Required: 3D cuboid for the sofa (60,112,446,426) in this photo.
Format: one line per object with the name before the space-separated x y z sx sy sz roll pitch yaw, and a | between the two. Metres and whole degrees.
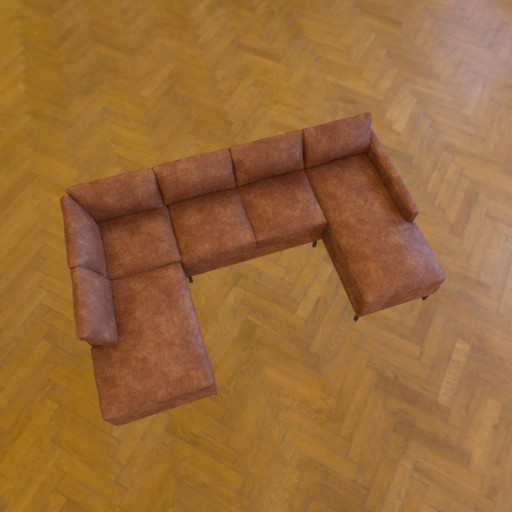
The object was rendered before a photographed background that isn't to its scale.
sofa | 0.000 0.000 3.856 2.956 0.900 1.939 -16 64 -8
